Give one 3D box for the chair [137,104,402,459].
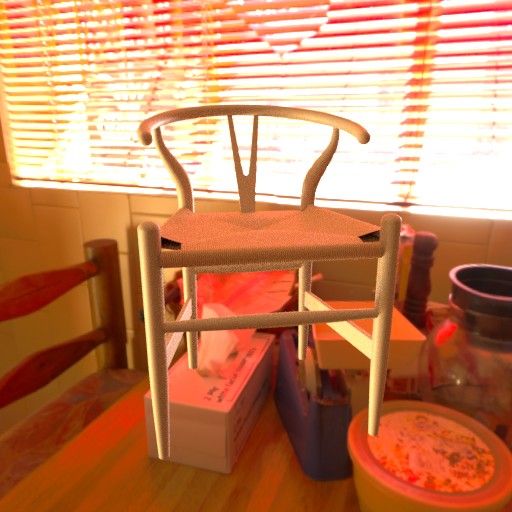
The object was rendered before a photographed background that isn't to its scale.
[{"bbox_3d":[0.000,0.000,1.098,0.533,0.736,0.500,-3,16,-9],"label":"chair"}]
